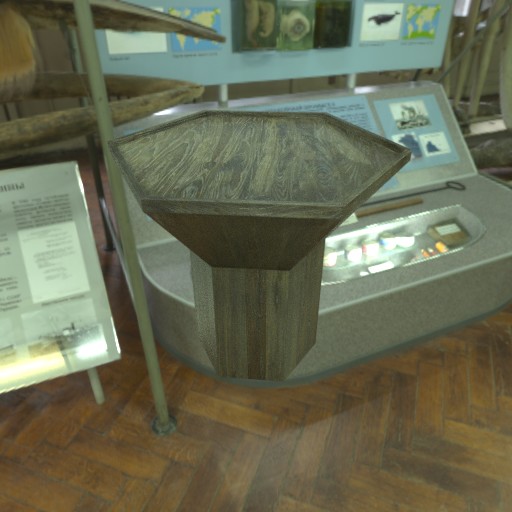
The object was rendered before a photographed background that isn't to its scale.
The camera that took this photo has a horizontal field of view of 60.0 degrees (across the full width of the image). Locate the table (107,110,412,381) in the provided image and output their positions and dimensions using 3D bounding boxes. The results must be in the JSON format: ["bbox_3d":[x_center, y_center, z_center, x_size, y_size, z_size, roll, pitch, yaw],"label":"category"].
[{"bbox_3d":[0.000,0.000,1.148,0.592,0.586,0.683,21,38,29],"label":"table"}]
